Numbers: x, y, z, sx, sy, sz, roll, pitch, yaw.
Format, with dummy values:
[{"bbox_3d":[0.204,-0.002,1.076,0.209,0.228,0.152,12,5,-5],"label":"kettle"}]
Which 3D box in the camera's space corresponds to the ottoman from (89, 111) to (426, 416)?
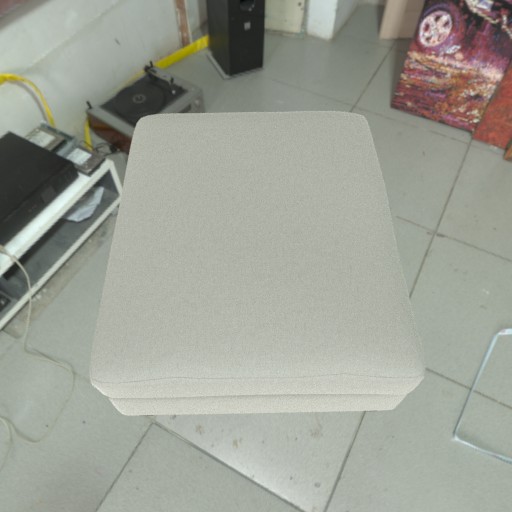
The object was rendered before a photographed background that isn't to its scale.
[{"bbox_3d":[0.000,0.000,1.473,0.836,0.492,0.976,-1,57,-1],"label":"ottoman"}]
